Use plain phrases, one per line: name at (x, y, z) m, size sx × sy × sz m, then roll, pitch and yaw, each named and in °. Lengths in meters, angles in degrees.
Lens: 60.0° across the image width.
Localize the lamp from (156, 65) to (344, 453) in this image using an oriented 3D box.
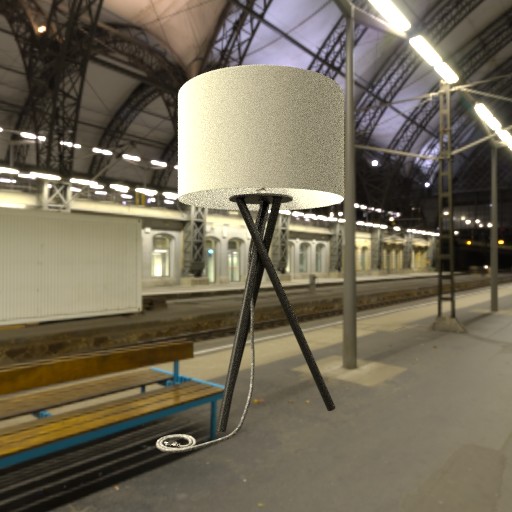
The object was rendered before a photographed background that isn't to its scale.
lamp at (0.000, 0.000, 0.924) m, size 0.353 × 0.674 × 0.422 m, roll 0°, pitch -1°, yaw 18°
